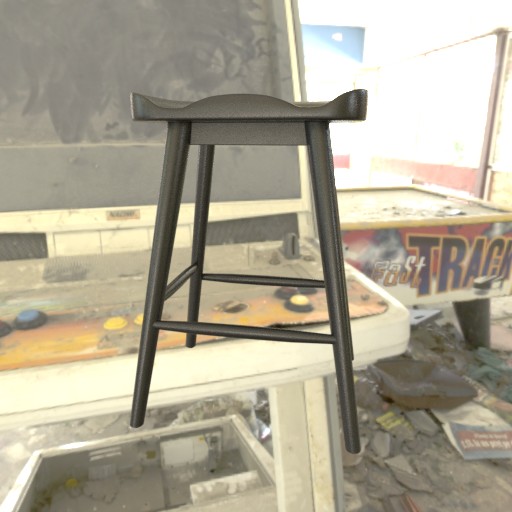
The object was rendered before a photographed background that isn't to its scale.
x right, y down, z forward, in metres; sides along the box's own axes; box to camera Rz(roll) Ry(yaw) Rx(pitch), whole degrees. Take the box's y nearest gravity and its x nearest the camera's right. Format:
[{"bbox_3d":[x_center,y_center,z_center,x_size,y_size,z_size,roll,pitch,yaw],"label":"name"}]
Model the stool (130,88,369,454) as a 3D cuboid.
[{"bbox_3d":[0.000,0.000,0.907,0.440,0.615,0.361,3,16,10],"label":"stool"}]
